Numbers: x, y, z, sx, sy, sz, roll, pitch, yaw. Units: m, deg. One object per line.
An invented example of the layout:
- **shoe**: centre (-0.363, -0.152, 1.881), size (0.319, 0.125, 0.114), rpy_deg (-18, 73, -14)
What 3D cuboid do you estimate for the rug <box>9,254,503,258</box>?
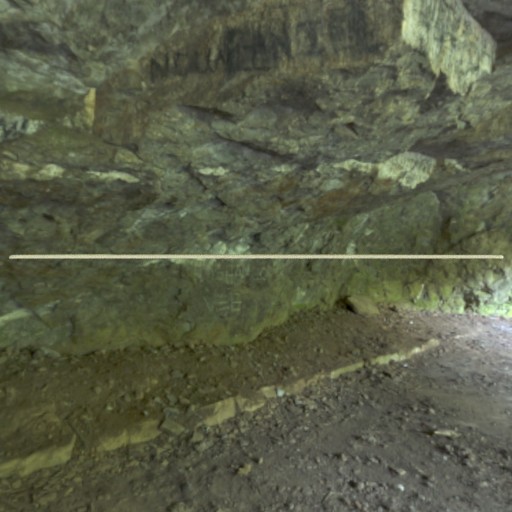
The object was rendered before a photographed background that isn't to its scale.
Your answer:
- **rug**: centre (0.000, 0.000, 2.026), size (1.676, 0.013, 1.067), rpy_deg (0, 0, -1)
